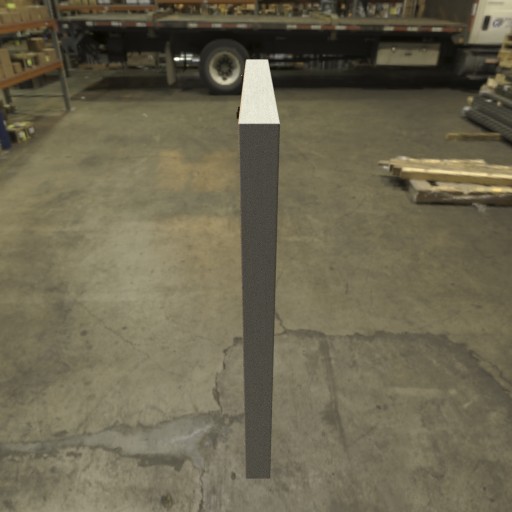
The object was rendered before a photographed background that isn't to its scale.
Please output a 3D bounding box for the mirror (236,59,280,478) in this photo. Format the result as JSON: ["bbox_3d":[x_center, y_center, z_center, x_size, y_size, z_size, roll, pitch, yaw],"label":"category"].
[{"bbox_3d":[0.000,0.000,0.684,0.041,0.508,0.405,0,31,0],"label":"mirror"}]
